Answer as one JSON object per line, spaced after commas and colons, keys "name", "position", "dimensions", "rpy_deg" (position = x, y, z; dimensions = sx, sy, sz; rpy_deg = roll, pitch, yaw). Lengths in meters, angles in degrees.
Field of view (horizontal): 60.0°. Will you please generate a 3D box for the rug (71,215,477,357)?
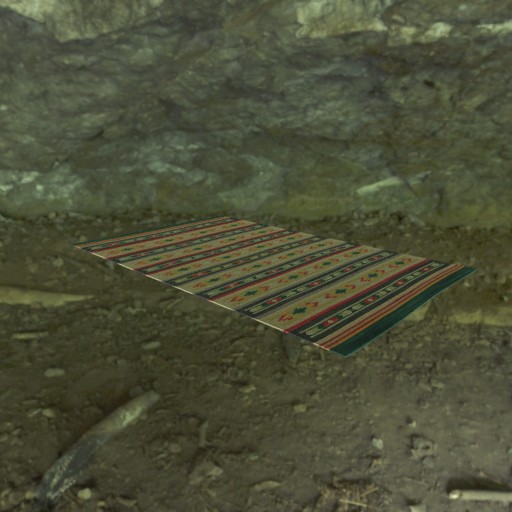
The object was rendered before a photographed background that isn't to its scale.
{"name": "rug", "position": [0.000, 0.000, 3.080], "dimensions": [2.447, 0.011, 1.520], "rpy_deg": [15, 23, 42]}
